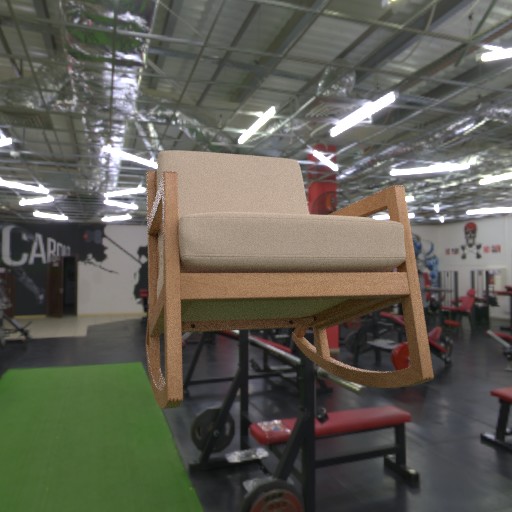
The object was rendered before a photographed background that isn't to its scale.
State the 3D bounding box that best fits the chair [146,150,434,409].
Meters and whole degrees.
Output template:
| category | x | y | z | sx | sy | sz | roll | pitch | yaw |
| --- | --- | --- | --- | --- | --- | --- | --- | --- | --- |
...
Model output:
| category | x | y | z | sx | sy | sz | roll | pitch | yaw |
| --- | --- | --- | --- | --- | --- | --- | --- | --- | --- |
| chair | 0.000 | 0.000 | 1.377 | 0.622 | 0.790 | 0.857 | 0 | -1 | -17 |
